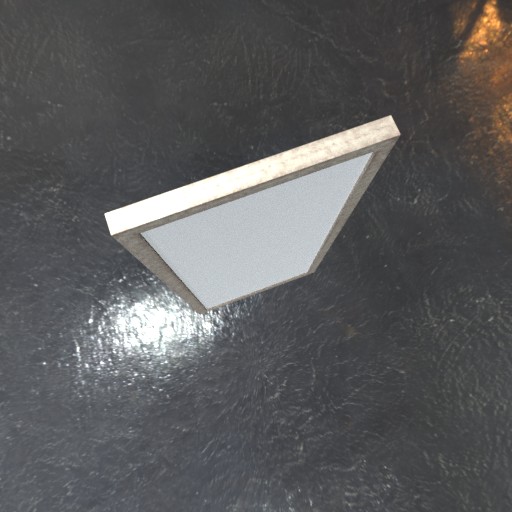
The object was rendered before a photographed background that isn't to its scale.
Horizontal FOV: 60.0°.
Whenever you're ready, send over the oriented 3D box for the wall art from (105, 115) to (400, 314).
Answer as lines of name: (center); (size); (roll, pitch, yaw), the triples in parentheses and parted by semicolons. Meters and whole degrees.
wall art: (0.000, 0.000, 1.642); (0.648, 1.461, 0.051); (-20, 77, -5)
